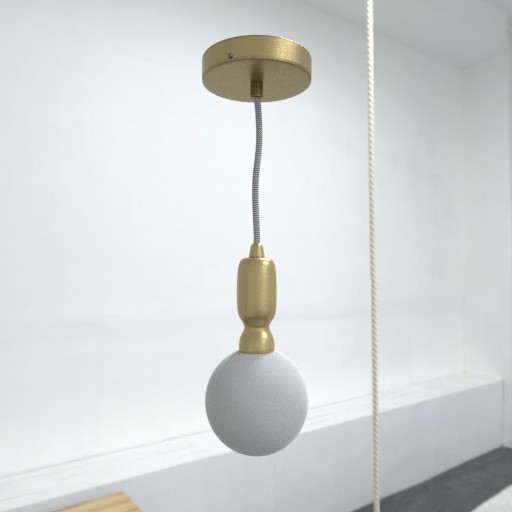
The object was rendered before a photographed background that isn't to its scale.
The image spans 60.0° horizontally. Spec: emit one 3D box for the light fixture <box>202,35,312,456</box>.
[{"bbox_3d":[0.000,0.000,0.581,0.146,0.510,0.147,-1,-1,35],"label":"light fixture"}]
